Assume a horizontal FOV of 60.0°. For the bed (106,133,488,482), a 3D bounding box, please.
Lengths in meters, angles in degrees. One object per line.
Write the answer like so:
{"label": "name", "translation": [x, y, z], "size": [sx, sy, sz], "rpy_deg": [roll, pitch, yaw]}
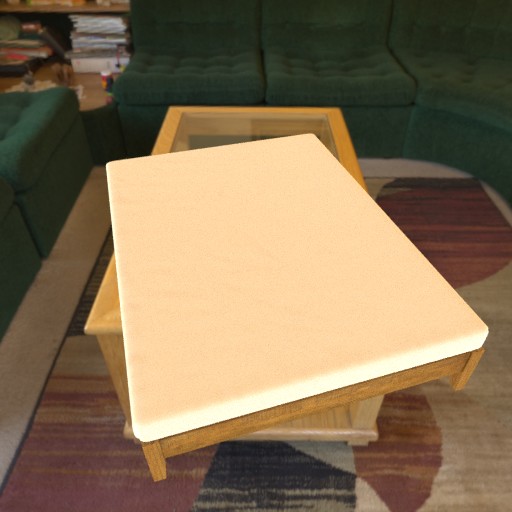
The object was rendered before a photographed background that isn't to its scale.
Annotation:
{"label": "bed", "translation": [0.000, 0.000, 2.594], "size": [1.536, 0.431, 2.016], "rpy_deg": [-11, 42, -13]}
